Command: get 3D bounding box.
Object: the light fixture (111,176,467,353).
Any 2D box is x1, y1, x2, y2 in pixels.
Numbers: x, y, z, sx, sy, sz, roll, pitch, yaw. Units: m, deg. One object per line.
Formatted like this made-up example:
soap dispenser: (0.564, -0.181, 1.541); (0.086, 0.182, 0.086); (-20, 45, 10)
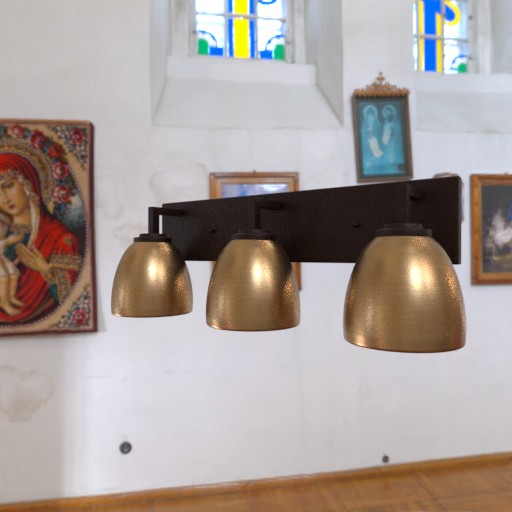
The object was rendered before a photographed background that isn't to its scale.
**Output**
light fixture: (0.000, 0.000, 0.667); (0.582, 0.204, 0.157); (0, 0, 36)
